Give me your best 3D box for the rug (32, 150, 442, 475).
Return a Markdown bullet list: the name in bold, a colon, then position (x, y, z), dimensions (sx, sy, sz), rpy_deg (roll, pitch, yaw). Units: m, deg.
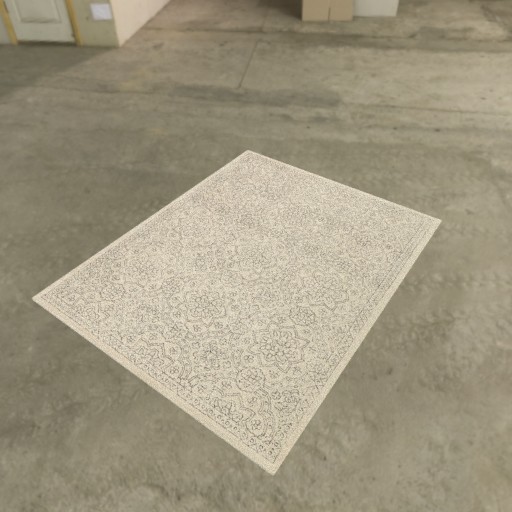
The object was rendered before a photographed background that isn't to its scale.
- **rug**: position (0.000, 0.000, 4.094), dimensions (2.441, 0.015, 3.050), rpy_deg (26, 49, 25)
